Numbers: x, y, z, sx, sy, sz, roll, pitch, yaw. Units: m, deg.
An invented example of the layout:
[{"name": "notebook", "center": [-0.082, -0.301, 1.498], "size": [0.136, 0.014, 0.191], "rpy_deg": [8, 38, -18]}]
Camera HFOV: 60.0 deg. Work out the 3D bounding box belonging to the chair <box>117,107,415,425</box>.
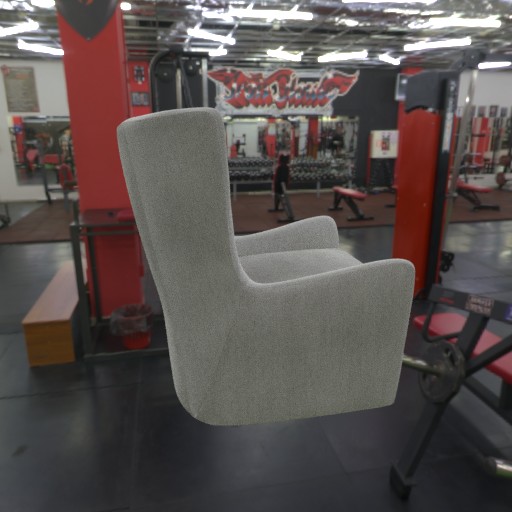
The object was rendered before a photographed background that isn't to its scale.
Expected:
[{"name": "chair", "center": [0.000, 0.000, 1.638], "size": [0.904, 1.000, 0.779], "rpy_deg": [-2, 16, -9]}]
